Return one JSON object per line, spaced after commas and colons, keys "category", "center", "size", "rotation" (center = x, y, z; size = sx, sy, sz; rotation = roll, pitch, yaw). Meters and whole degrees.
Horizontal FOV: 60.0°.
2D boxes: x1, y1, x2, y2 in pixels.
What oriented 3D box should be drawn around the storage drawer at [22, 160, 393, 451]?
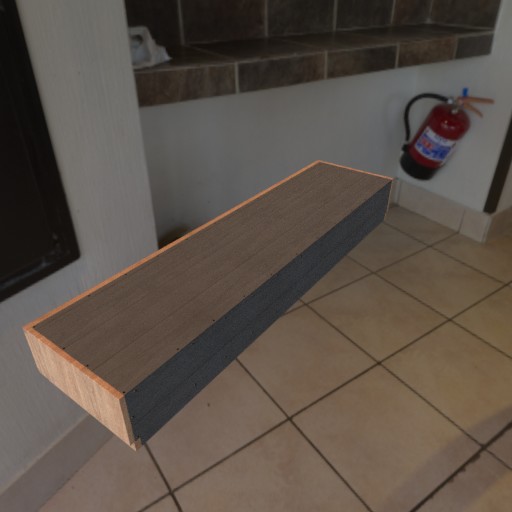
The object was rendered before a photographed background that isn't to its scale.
{"category": "storage drawer", "center": [0.000, 0.000, 2.164], "size": [0.538, 0.264, 2.032], "rotation": [22, 38, 30]}
